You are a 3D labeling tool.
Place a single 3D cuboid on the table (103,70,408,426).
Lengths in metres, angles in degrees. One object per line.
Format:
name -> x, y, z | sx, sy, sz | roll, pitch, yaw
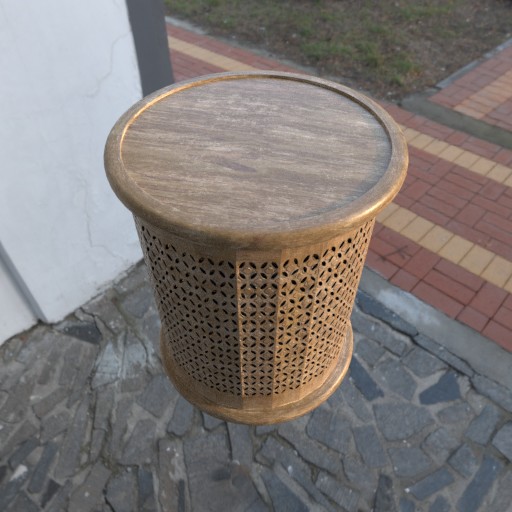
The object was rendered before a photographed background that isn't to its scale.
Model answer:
table -> 0.000, 0.000, 0.775 | 0.407, 0.482, 0.407 | 0, 46, 0
